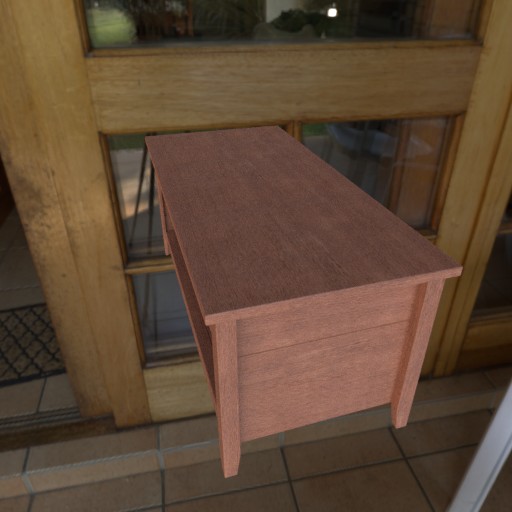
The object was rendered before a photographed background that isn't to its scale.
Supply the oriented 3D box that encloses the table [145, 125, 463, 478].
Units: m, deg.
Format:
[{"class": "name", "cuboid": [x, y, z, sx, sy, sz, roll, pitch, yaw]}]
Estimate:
[{"class": "table", "cuboid": [0.000, 0.000, 1.286, 0.483, 0.457, 1.016, -9, 32, -15]}]
